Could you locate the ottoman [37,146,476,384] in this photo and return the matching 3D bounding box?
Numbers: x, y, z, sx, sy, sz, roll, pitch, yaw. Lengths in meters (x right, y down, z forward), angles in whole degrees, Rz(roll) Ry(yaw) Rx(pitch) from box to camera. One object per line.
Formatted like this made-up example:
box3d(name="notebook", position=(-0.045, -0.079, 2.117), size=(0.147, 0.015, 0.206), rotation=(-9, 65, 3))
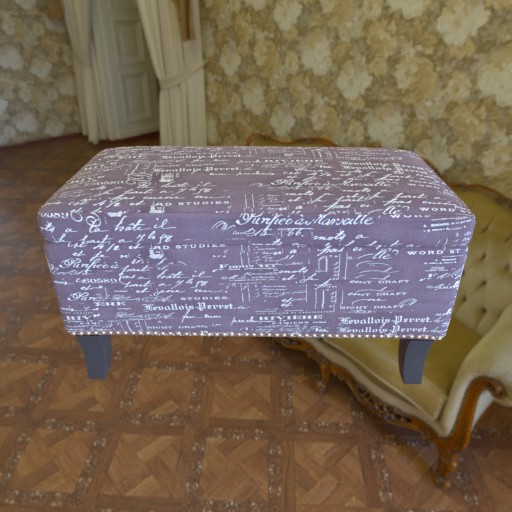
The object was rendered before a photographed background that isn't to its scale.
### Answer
box3d(name="ottoman", position=(0.000, 0.000, 1.061), size=(0.813, 0.457, 0.406), rotation=(1, 30, 1))
